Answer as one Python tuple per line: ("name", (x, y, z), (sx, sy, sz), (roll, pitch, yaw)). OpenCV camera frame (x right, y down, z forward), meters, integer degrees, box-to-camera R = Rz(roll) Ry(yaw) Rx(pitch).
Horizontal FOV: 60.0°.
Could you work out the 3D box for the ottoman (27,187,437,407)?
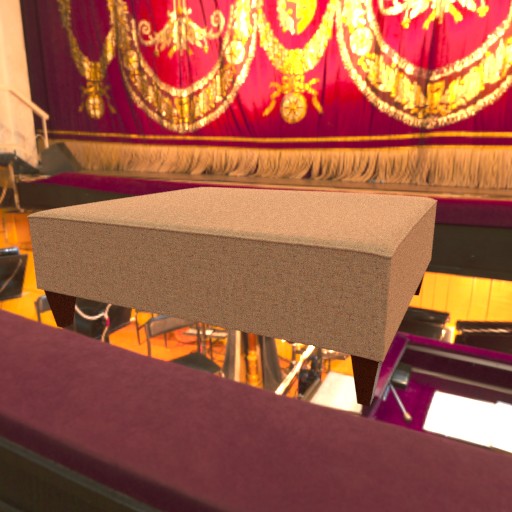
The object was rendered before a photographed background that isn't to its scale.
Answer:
("ottoman", (0.000, 0.000, 1.204), (0.835, 0.303, 0.736), (7, 16, 26))
